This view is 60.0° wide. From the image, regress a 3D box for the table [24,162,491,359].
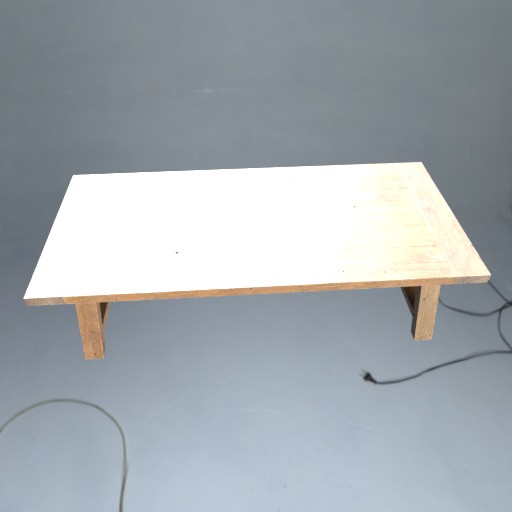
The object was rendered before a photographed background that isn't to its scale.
[{"bbox_3d":[0.000,0.000,2.157,1.800,0.465,0.820,-3,44,-3],"label":"table"}]
